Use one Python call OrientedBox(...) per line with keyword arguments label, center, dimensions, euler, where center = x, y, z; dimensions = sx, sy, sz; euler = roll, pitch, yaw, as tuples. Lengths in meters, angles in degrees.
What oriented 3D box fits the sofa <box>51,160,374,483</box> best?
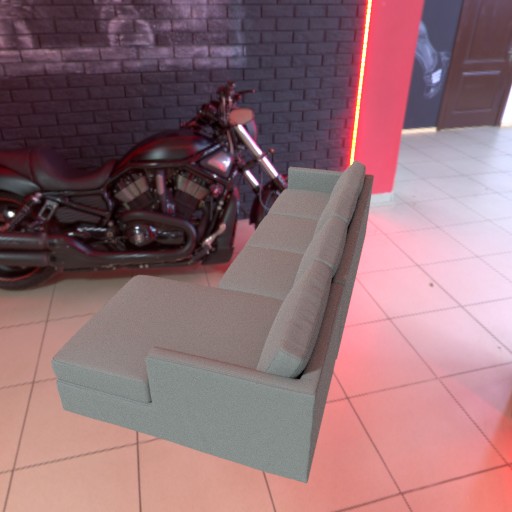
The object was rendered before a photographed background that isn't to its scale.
OrientedBox(label="sofa", center=(0.000, 0.000, 3.733), dimensions=(1.622, 0.867, 3.177), euler=(9, 32, 15))
